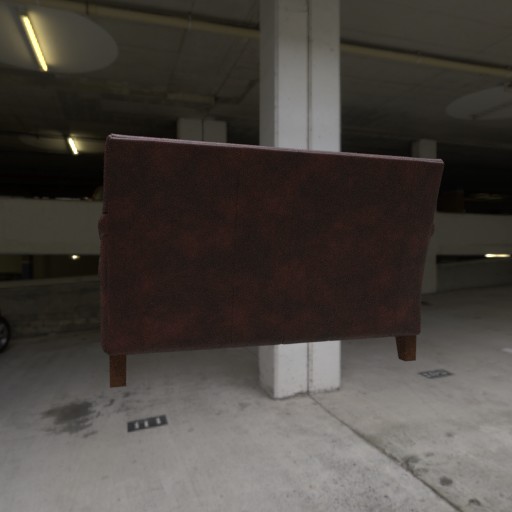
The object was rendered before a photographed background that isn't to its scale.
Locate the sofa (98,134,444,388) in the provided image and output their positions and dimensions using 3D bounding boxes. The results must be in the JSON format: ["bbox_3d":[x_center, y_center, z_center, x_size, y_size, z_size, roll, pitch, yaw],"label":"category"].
[{"bbox_3d":[0.000,0.000,2.384,1.628,1.070,1.148,0,1,-18],"label":"sofa"}]
